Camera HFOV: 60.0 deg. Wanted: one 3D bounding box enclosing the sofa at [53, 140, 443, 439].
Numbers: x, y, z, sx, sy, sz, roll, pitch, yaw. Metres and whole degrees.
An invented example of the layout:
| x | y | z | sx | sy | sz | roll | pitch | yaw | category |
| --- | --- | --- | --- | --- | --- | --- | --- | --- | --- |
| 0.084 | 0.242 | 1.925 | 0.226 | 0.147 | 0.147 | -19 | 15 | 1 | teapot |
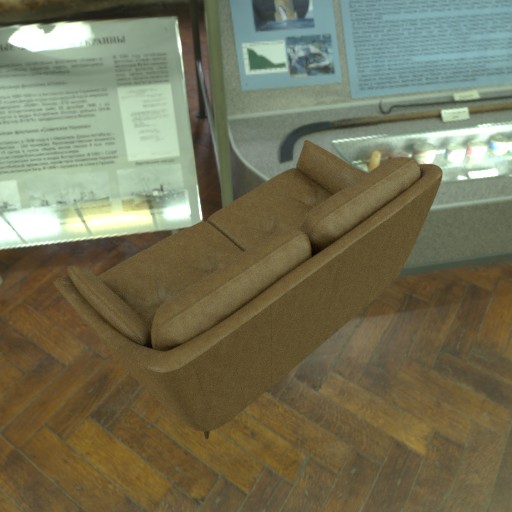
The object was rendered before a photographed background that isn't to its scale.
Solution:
| x | y | z | sx | sy | sz | roll | pitch | yaw | category |
| --- | --- | --- | --- | --- | --- | --- | --- | --- | --- |
| 0.000 | 0.000 | 2.279 | 1.731 | 0.886 | 0.981 | -33 | 56 | -27 | sofa |
